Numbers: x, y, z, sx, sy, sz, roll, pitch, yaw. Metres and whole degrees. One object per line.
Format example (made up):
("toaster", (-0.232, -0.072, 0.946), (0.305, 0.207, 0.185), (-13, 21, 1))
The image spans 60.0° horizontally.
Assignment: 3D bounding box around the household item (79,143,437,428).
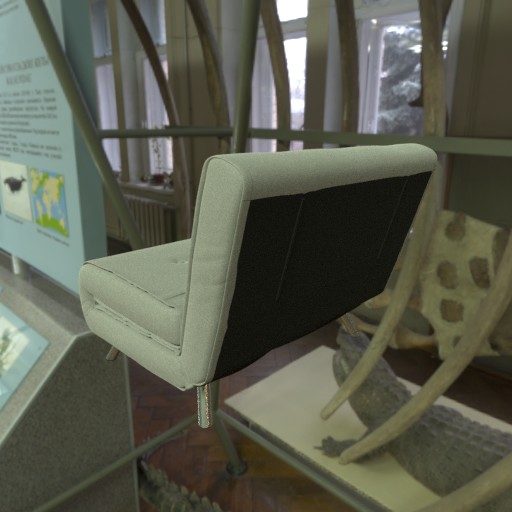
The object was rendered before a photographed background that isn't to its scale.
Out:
("household item", (0.000, 0.000, 1.635), (0.874, 0.800, 1.000), (15, 22, 42))
